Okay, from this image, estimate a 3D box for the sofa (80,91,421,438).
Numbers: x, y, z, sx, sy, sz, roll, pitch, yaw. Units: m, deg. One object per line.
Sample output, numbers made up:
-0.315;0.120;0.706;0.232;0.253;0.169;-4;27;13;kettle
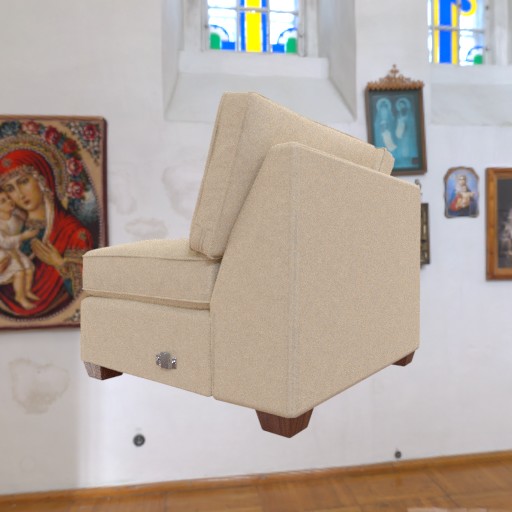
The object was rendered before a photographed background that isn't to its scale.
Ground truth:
0.000;0.000;1.939;1.084;1.002;1.146;1;1;37;sofa
